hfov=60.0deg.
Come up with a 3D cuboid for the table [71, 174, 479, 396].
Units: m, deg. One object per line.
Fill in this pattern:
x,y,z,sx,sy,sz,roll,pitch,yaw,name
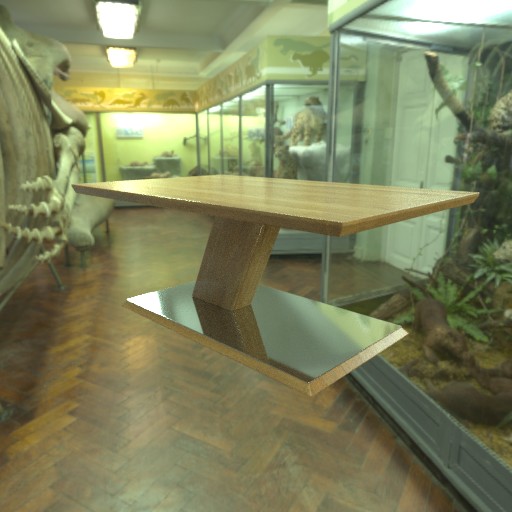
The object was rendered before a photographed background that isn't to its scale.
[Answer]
0.000,0.000,1.445,1.100,0.441,0.692,13,19,43,table
